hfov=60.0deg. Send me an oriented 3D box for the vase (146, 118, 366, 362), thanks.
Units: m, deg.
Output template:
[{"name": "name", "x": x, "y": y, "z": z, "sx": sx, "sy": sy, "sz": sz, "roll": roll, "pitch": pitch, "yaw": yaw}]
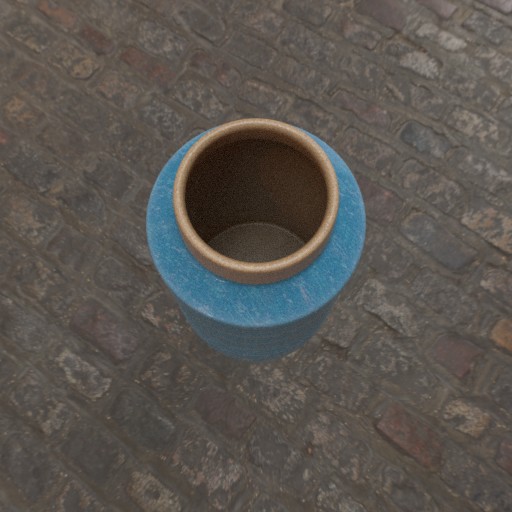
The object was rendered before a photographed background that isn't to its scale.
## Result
[{"name": "vase", "x": 0.000, "y": 0.000, "z": 0.367, "sx": 0.163, "sy": 0.267, "sz": 0.163, "roll": 0, "pitch": 75, "yaw": 0}]
